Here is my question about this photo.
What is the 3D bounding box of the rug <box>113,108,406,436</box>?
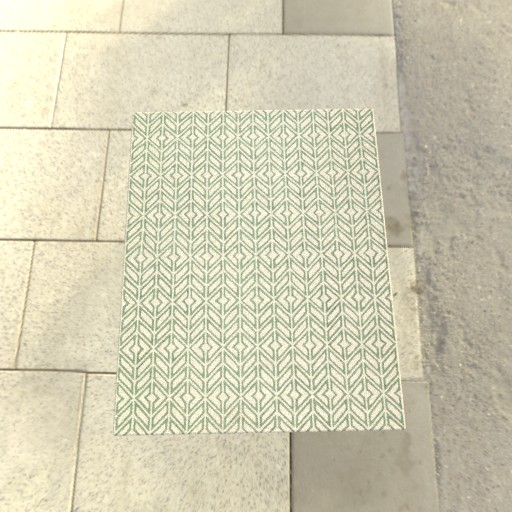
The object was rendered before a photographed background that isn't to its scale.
[{"bbox_3d":[0.000,0.000,4.089,2.441,0.017,3.050,-1,75,0],"label":"rug"}]
